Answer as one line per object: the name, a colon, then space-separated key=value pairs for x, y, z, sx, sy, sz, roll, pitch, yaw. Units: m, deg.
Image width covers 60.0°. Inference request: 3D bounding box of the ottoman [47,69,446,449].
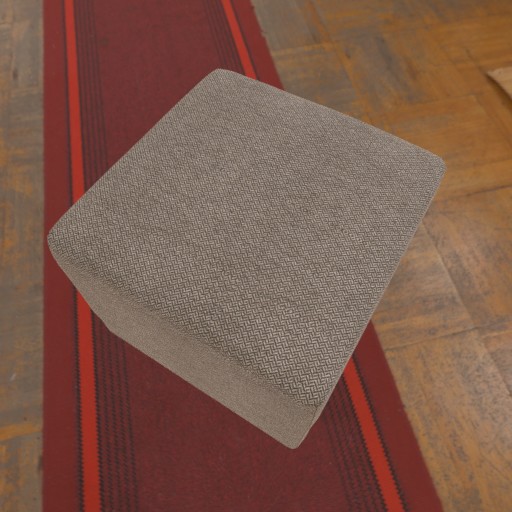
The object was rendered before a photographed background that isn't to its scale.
ottoman: x=0.000 y=0.000 z=0.912 sx=0.512 sy=0.453 sz=0.519 roll=28 pitch=64 yaw=15
